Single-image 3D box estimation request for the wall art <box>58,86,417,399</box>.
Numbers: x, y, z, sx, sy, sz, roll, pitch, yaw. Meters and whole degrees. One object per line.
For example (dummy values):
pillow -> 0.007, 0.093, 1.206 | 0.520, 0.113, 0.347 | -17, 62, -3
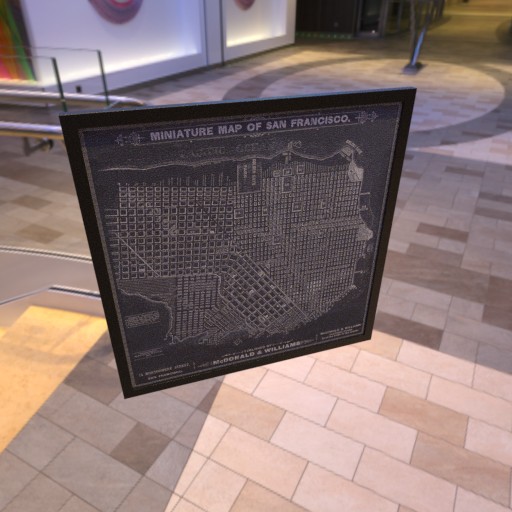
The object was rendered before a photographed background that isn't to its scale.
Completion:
wall art -> 0.000, 0.000, 1.181 | 0.807, 0.807, 0.022 | -10, 33, -15
